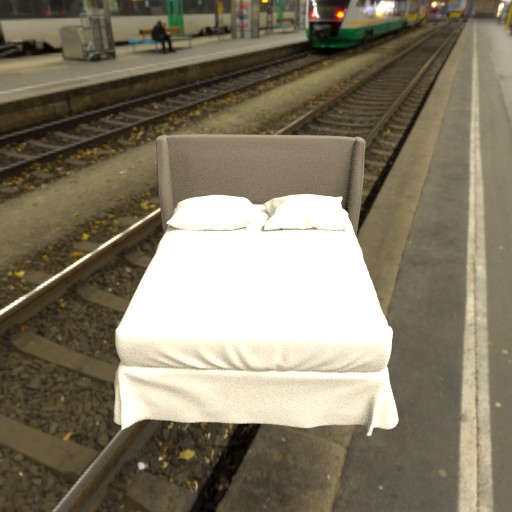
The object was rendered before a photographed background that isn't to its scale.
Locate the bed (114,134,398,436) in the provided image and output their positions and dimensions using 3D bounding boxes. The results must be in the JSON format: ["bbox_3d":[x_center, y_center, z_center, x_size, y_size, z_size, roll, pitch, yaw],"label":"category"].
[{"bbox_3d":[0.000,0.000,3.454,1.925,1.332,2.276,1,29,2],"label":"bed"}]
